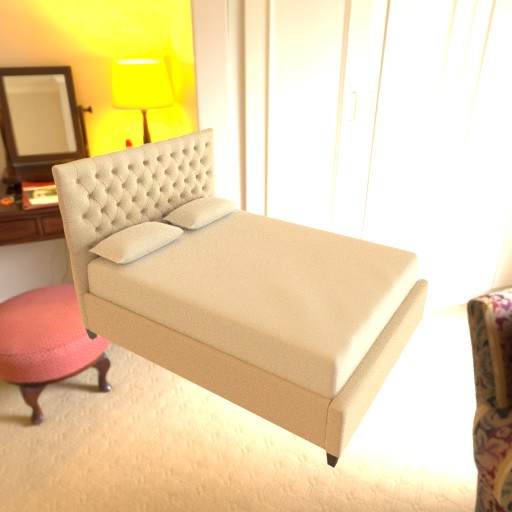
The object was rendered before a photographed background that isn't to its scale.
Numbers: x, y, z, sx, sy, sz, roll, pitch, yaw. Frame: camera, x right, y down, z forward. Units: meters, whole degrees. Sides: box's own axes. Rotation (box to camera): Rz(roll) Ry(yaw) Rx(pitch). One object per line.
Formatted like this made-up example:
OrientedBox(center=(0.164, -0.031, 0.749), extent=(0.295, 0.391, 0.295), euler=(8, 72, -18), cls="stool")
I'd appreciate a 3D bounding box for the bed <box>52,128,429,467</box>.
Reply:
OrientedBox(center=(0.000, 0.000, 3.351), extent=(2.233, 1.426, 1.696), euler=(17, 31, 30), cls="bed")
